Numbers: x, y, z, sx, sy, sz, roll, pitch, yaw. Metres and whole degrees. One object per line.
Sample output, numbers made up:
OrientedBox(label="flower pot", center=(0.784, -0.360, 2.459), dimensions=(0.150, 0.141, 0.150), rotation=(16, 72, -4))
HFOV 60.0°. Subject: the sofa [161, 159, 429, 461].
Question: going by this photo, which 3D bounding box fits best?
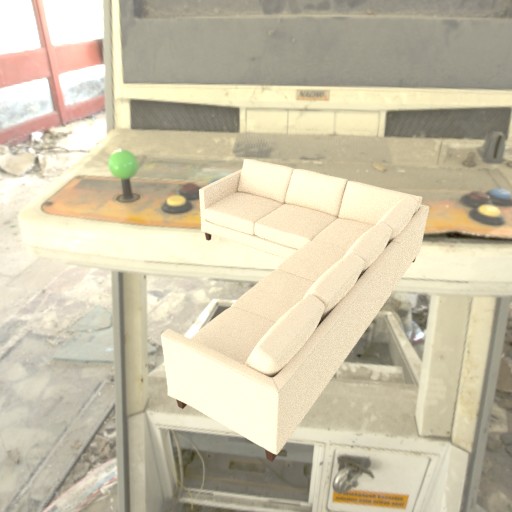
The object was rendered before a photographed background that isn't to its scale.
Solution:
OrientedBox(label="sofa", center=(0.000, 0.000, 4.344), dimensions=(2.432, 0.863, 3.182), rotation=(18, 35, 29))
